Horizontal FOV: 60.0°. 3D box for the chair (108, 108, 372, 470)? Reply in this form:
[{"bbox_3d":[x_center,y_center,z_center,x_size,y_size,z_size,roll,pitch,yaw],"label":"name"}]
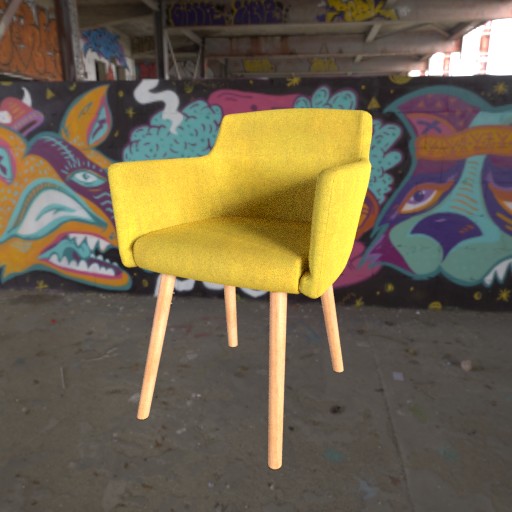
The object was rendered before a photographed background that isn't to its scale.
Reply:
[{"bbox_3d":[0.000,0.000,1.189,0.570,0.780,0.570,8,16,26],"label":"chair"}]
